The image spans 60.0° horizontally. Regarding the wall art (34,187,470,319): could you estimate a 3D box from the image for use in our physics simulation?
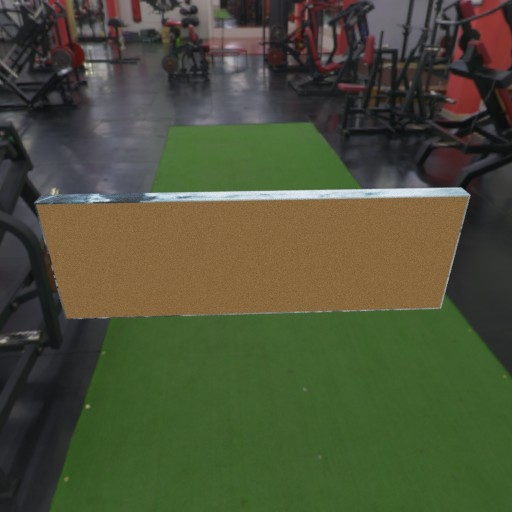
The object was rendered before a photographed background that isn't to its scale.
[{"bbox_3d":[0.000,0.000,0.848,0.759,0.251,0.037,-1,30,-2],"label":"wall art"}]
